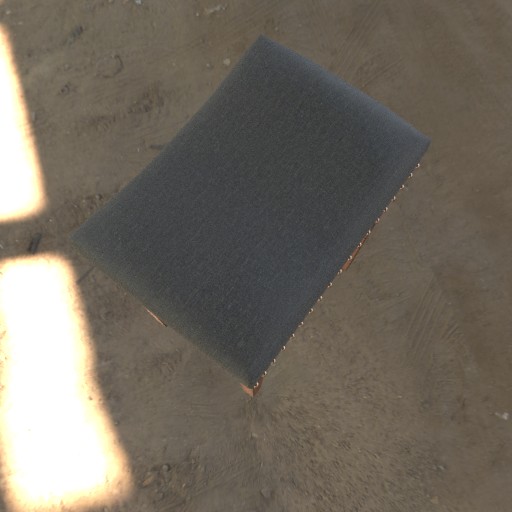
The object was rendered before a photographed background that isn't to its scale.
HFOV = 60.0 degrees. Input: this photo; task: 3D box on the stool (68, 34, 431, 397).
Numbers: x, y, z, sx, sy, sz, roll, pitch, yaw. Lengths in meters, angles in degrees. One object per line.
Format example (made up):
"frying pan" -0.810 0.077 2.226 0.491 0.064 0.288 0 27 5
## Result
"stool" 0.000 0.000 1.006 0.366 0.748 0.502 36 76 10
